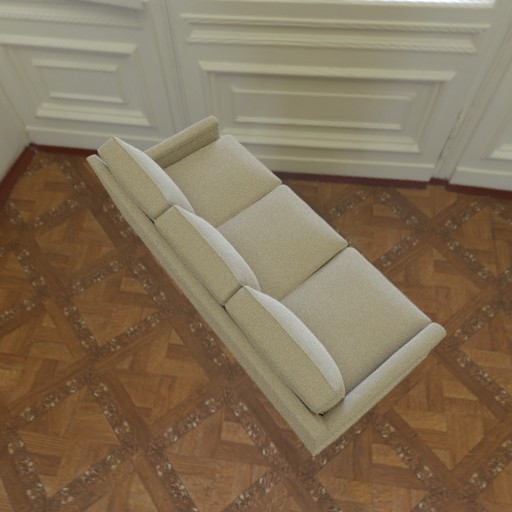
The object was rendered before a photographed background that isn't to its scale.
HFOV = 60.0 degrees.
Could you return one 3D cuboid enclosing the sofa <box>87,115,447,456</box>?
[{"bbox_3d":[0.000,0.000,2.856,1.084,1.003,2.246,-34,64,-19],"label":"sofa"}]
